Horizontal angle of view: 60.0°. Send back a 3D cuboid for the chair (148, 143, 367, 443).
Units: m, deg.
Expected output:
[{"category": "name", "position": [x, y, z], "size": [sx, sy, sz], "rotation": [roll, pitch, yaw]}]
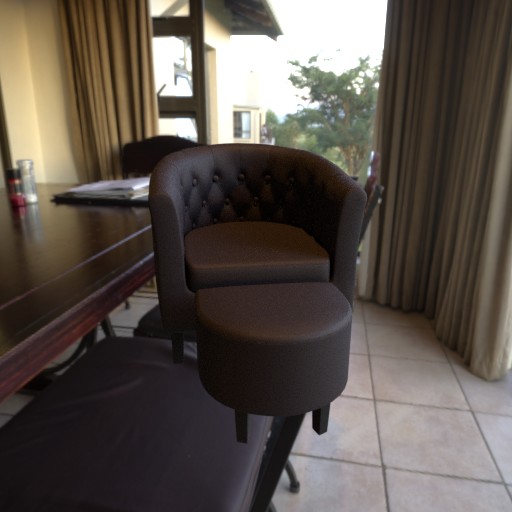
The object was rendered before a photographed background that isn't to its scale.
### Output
[{"category": "chair", "position": [0.000, 0.000, 1.646], "size": [0.763, 0.760, 1.191], "rotation": [-2, 17, -8]}]
